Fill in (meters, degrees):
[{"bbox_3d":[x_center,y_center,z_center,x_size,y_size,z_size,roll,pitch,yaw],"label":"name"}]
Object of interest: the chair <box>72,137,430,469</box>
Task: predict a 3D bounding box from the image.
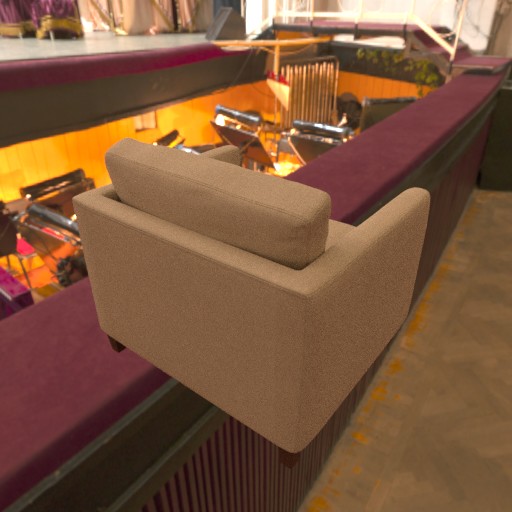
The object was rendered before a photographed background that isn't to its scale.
[{"bbox_3d":[0.000,0.000,1.855,1.107,0.961,0.959,21,36,32],"label":"chair"}]
